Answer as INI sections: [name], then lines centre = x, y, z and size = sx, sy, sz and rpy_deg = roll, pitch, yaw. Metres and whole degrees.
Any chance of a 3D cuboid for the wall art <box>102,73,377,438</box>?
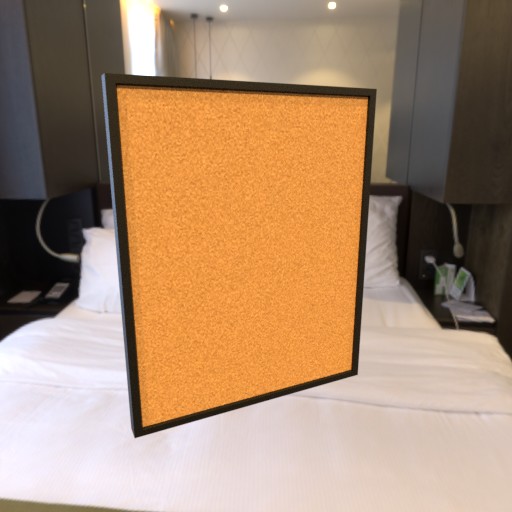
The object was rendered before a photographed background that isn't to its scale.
[wall art]
centre = 0.000, 0.000, 0.764
size = 0.457, 0.559, 0.029
rpy_deg = -7, 17, -25
